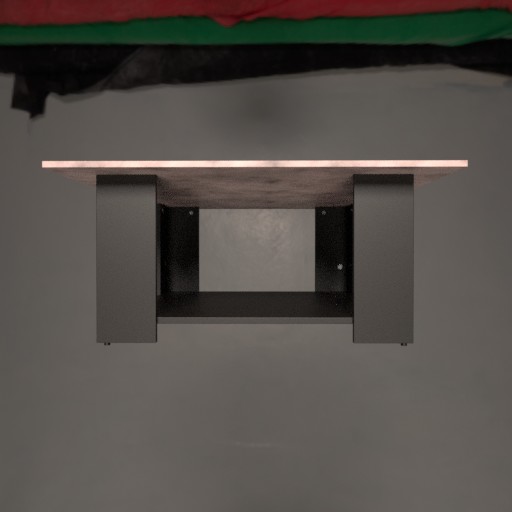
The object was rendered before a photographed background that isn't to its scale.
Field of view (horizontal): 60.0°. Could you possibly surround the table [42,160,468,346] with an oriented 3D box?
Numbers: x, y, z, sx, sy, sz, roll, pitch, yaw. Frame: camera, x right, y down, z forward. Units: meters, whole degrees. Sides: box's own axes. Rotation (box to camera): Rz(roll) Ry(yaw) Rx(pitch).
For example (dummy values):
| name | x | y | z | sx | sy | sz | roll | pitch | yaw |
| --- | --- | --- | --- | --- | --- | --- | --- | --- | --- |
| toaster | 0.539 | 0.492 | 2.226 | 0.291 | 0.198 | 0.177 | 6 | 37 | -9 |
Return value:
| name | x | y | z | sx | sy | sz | roll | pitch | yaw |
| --- | --- | --- | --- | --- | --- | --- | --- | --- | --- |
| table | 0.000 | 0.000 | 1.033 | 0.670 | 0.305 | 0.670 | 0 | 0 | 1 |
